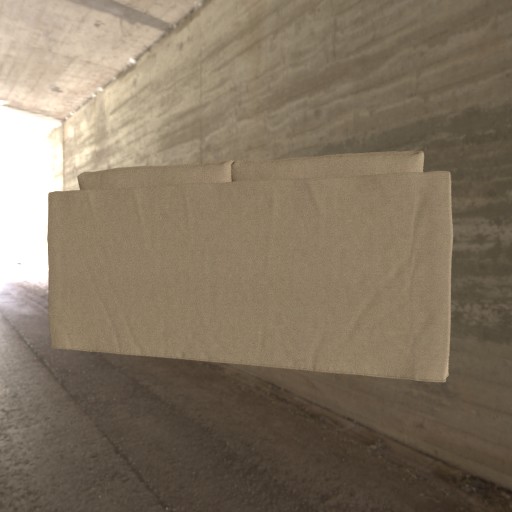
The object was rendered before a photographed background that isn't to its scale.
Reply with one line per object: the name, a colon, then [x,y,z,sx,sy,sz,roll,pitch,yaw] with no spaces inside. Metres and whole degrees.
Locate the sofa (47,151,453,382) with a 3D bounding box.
sofa: [0.000,0.000,2.183,1.719,0.835,0.962,0,1,19]
